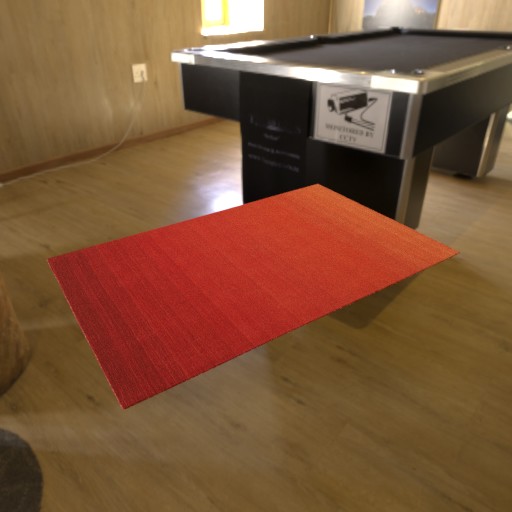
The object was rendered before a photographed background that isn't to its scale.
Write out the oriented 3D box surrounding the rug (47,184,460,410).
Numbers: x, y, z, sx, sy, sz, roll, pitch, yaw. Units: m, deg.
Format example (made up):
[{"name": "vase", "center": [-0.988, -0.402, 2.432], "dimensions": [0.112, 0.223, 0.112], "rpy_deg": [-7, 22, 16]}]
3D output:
[{"name": "rug", "center": [0.000, 0.000, 3.080], "dimensions": [2.442, 0.010, 1.531], "rpy_deg": [-19, 36, -28]}]
